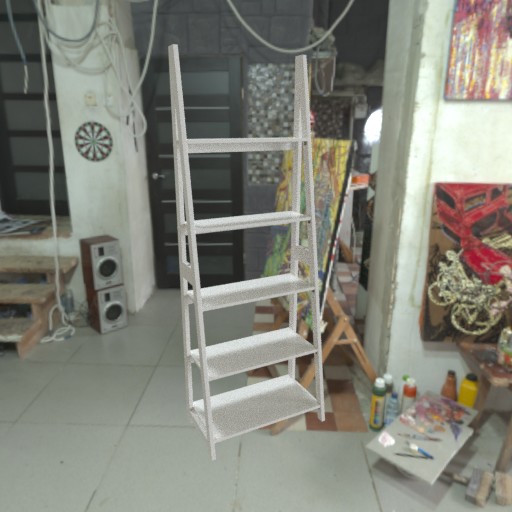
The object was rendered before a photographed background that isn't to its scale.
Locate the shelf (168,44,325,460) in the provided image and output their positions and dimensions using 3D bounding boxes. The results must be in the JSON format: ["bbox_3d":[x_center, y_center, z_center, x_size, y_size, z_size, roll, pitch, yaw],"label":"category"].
[{"bbox_3d":[0.000,0.000,2.056,0.636,1.779,0.341,-8,19,-26],"label":"shelf"}]
